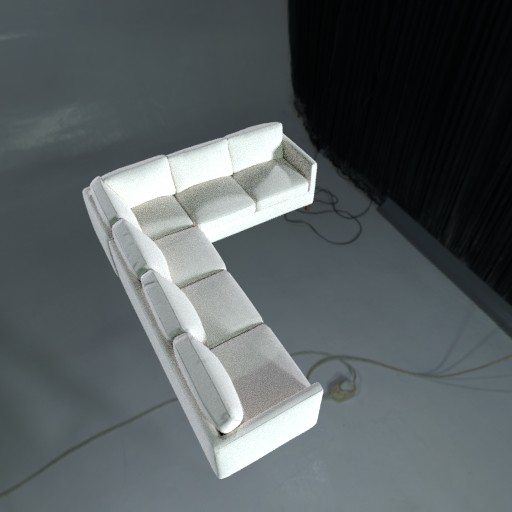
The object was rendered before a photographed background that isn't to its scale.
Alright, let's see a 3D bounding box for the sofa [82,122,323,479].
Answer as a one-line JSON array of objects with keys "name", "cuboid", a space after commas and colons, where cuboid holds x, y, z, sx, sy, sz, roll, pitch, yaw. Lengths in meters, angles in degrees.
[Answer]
[{"name": "sofa", "cuboid": [0.000, 0.000, 4.527, 2.593, 0.947, 3.302, -23, 51, -20]}]
